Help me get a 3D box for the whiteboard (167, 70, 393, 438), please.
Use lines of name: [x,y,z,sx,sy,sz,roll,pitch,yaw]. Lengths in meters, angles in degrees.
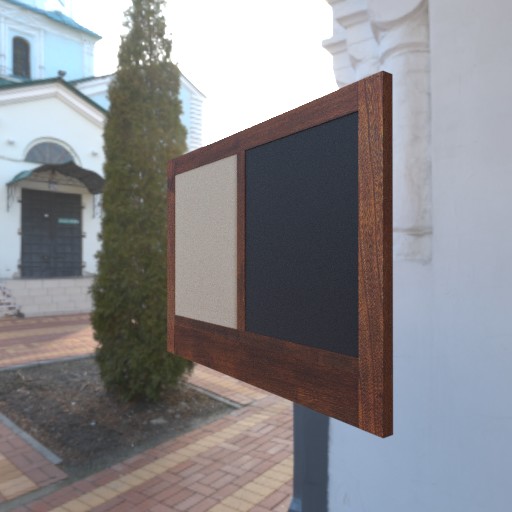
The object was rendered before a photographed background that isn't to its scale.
whiteboard: [0.000,0.000,1.000,0.083,0.553,0.768,0,0,-36]
